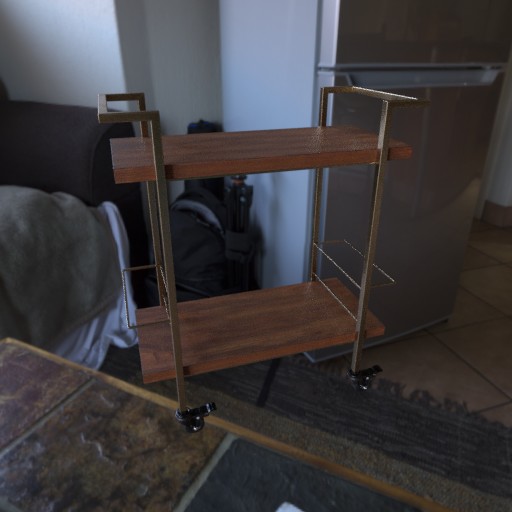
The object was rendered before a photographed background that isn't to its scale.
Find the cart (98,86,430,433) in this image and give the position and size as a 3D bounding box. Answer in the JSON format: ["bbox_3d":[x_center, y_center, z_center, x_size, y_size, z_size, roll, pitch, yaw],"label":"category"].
[{"bbox_3d":[0.000,0.000,1.184,0.695,0.807,0.364,-8,27,-16],"label":"cart"}]
